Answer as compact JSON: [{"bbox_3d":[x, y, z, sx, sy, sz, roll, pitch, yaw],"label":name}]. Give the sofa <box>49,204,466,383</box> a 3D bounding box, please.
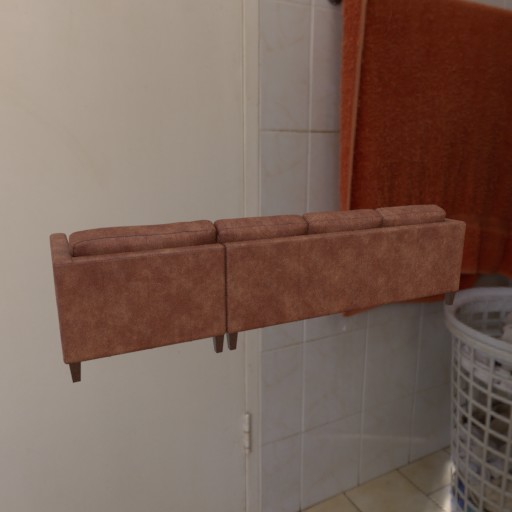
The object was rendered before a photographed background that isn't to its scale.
[{"bbox_3d":[0.000,0.000,3.838,3.203,0.883,1.581,-6,15,-25],"label":"sofa"}]
